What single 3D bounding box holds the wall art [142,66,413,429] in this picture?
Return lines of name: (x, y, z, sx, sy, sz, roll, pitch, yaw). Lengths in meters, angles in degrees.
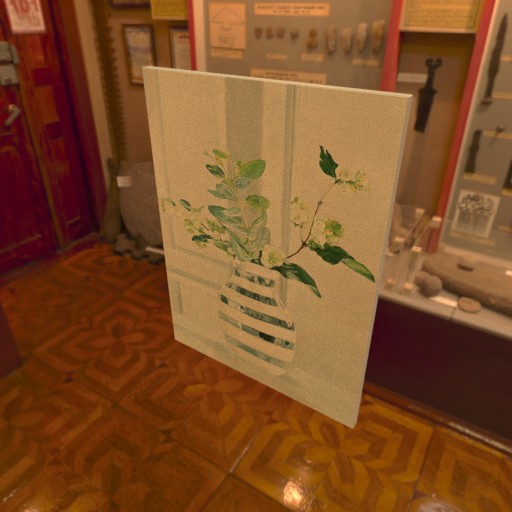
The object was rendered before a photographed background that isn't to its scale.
wall art: (0.000, 0.000, 1.614, 0.914, 1.212, 0.038, 19, 35, 29)
